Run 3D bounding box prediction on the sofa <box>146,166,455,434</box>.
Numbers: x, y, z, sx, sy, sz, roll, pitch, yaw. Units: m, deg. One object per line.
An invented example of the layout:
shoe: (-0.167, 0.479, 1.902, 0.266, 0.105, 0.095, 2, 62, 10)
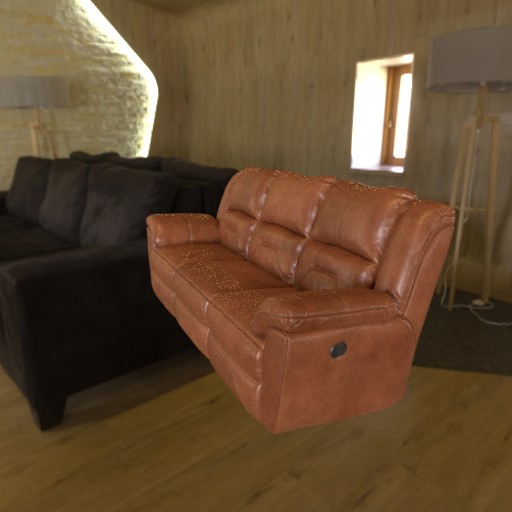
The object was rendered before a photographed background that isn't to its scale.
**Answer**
sofa: (0.000, 0.000, 2.878, 0.991, 1.043, 2.337, -7, 17, -25)
